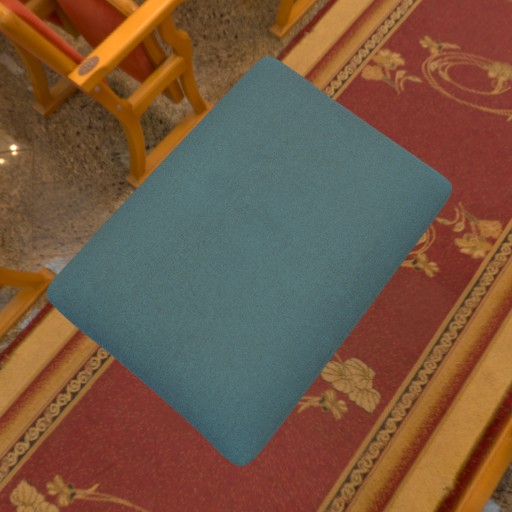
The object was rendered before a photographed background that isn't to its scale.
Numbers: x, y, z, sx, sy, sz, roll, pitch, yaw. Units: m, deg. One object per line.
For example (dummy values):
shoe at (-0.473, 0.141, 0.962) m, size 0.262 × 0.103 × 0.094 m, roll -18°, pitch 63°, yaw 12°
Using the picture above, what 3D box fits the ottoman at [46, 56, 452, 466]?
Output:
ottoman at (0.000, 0.000, 1.073) m, size 0.549 × 0.428 × 0.749 m, roll 38°, pitch 79°, yaw 9°
